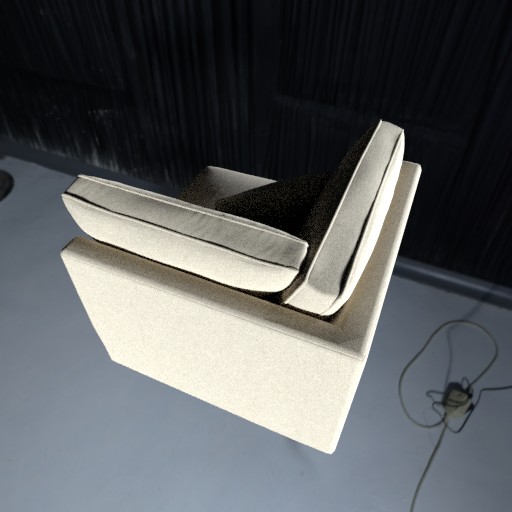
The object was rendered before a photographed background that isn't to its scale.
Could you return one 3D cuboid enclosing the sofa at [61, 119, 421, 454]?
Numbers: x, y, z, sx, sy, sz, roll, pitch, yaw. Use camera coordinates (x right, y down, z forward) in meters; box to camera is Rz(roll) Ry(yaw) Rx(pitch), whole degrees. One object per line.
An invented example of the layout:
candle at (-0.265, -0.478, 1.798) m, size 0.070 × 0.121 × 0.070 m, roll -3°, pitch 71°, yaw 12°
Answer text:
sofa at (0.000, 0.000, 1.989) m, size 1.146 × 1.002 × 1.084 m, roll 17°, pitch 49°, yaw 16°
